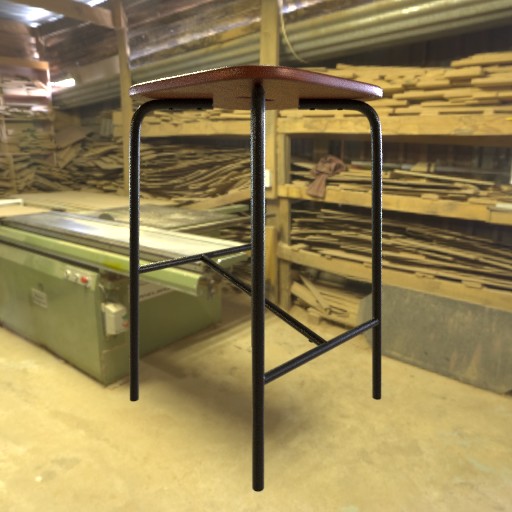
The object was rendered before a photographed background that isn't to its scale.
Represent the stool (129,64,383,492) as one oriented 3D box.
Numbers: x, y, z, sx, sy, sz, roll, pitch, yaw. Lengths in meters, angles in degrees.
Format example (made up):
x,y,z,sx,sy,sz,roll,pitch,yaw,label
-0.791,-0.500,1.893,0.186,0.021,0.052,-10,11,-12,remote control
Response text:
x,y,z,sx,sy,sz,roll,pitch,yaw,label
0.000,0.000,0.856,0.376,0.610,0.376,12,18,43,stool
